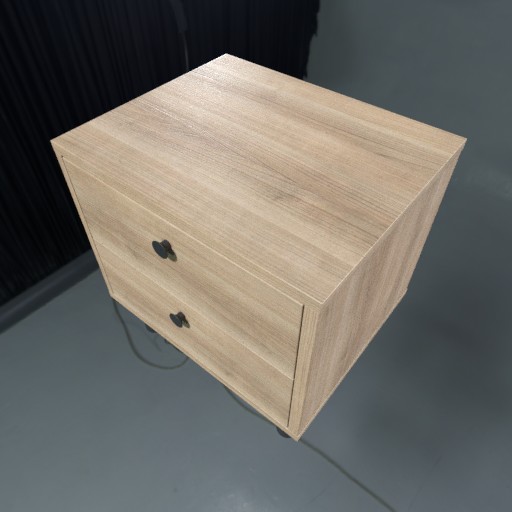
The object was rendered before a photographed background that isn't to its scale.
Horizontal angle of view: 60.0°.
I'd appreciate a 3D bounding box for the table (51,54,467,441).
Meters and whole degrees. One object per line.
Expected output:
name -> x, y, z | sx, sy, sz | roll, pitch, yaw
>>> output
table -> 0.000, 0.000, 0.777 | 0.445, 0.460, 0.380 | 31, 54, 25
